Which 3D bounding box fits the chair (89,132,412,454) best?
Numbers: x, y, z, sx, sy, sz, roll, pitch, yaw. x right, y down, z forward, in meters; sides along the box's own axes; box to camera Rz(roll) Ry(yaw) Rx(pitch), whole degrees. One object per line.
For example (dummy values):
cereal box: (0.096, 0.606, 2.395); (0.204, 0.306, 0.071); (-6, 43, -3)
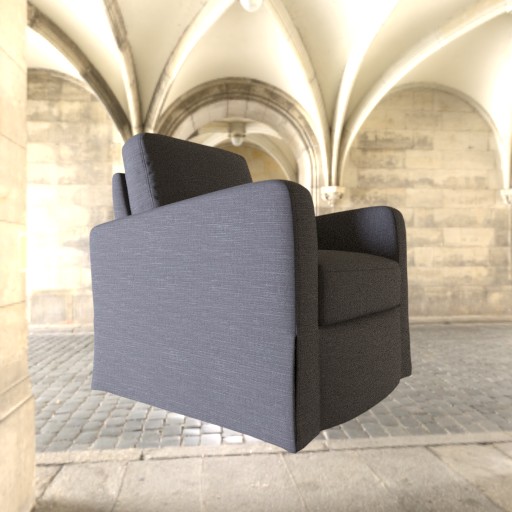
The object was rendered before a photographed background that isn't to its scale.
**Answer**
chair: (0.000, 0.000, 1.504); (0.863, 0.855, 0.798); (0, 0, 37)
